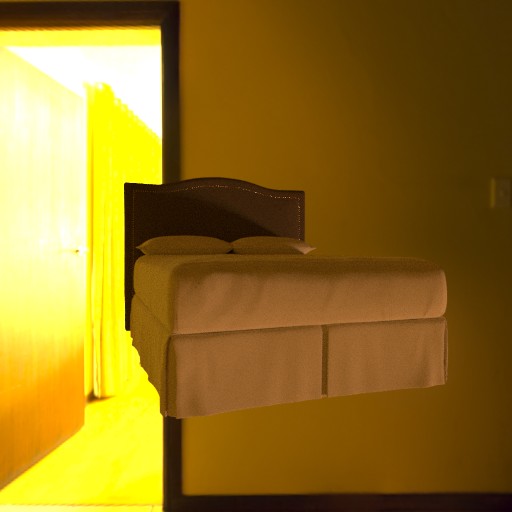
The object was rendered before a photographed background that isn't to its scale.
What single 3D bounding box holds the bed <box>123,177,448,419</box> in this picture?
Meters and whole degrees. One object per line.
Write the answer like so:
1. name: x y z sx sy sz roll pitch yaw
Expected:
1. bed: 0.000 0.000 3.091 1.666 1.387 2.036 0 1 -20
